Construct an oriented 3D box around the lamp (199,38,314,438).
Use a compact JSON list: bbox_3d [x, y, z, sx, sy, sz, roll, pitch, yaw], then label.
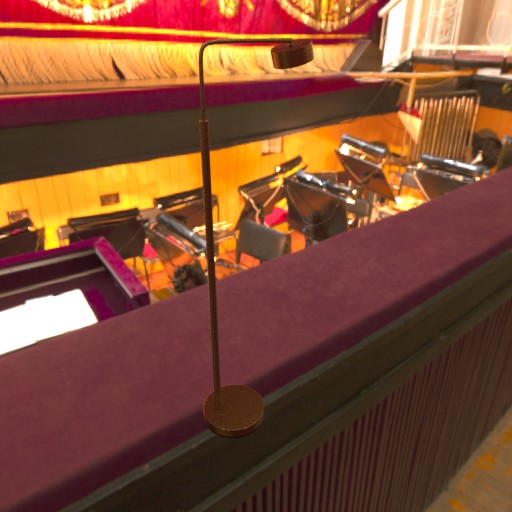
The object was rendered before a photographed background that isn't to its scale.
[{"bbox_3d":[0.000,0.000,1.394,0.418,1.230,0.219,-18,32,-32],"label":"lamp"}]
